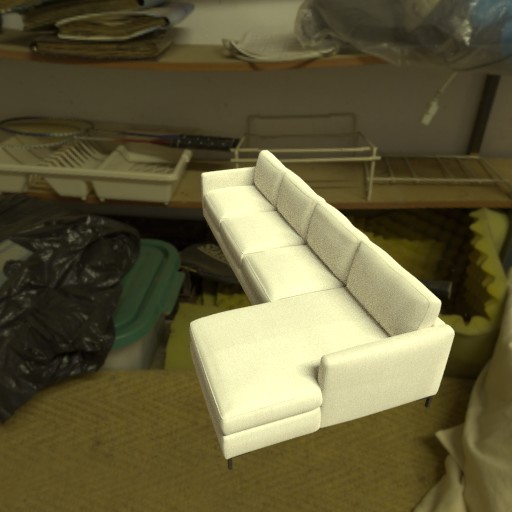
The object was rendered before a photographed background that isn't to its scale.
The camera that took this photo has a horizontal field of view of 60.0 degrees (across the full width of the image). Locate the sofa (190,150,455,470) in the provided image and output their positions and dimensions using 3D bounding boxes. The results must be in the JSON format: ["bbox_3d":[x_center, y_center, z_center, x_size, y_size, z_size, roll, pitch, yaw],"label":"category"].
[{"bbox_3d":[0.000,0.000,2.921,1.126,0.677,2.445,-10,32,-16],"label":"sofa"}]
